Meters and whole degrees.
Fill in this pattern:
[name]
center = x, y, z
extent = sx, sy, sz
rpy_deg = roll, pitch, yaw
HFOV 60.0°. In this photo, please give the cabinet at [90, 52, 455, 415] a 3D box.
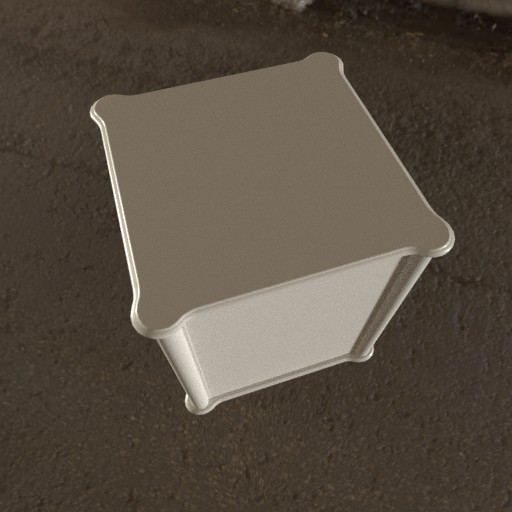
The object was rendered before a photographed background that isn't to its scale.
[cabinet]
center = 0.000, 0.000, 1.252
extent = 0.628, 0.761, 0.627
rpy_deg = -15, 60, -9
